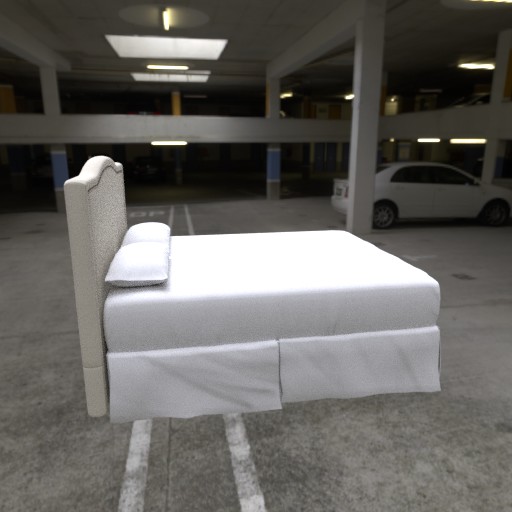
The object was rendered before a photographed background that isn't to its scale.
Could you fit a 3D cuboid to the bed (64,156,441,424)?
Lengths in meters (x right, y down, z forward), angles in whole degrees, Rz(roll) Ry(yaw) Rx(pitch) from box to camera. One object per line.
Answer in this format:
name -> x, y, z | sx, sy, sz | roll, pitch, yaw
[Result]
bed -> 0.000, 0.000, 3.267 | 2.196, 1.449, 1.741 | -3, 15, -10
